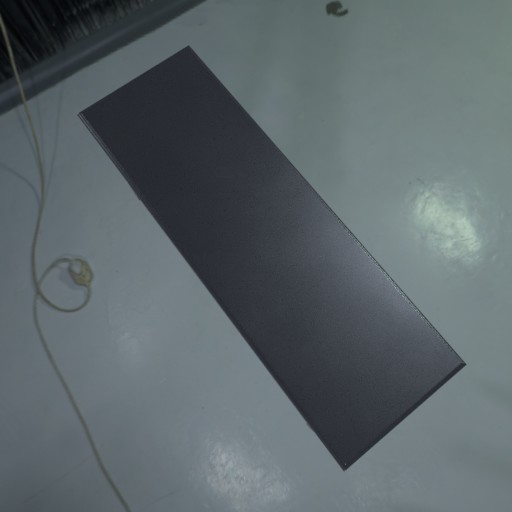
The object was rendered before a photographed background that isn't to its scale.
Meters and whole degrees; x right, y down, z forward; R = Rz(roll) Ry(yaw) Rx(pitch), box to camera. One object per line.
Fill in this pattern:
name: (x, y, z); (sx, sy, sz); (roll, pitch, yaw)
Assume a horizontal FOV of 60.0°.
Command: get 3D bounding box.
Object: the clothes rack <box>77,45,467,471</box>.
clothes rack: (0.000, 0.000, 1.472); (0.406, 0.556, 1.219); (-36, 77, -10)
